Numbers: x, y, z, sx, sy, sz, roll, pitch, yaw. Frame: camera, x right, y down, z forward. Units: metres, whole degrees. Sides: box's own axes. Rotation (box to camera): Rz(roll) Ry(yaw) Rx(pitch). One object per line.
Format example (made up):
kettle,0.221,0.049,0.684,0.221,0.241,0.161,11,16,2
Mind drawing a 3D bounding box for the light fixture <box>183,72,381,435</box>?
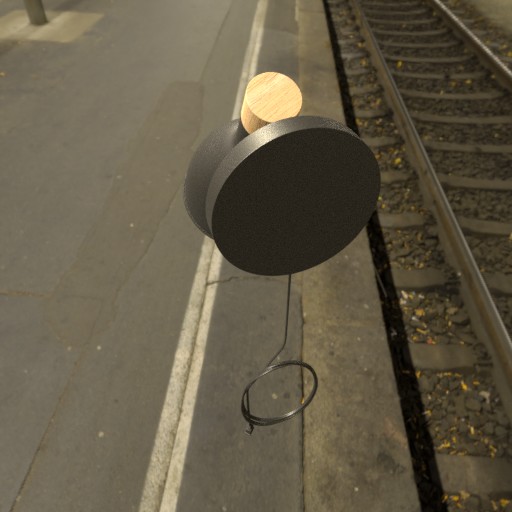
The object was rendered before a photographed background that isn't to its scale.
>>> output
light fixture,0.000,0.000,0.471,0.127,0.401,0.203,-12,43,-13
